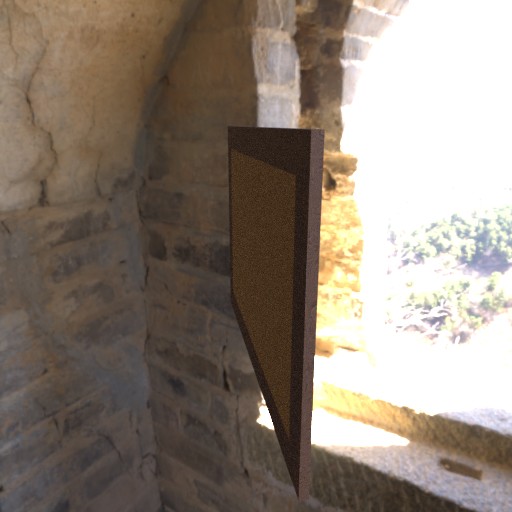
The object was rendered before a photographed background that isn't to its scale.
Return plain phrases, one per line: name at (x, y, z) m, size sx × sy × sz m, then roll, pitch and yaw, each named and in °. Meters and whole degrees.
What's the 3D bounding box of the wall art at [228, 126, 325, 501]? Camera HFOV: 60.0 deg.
wall art at (0.000, 0.000, 1.121) m, size 0.019 × 0.626 × 0.917 m, roll -3°, pitch 17°, yaw -10°
